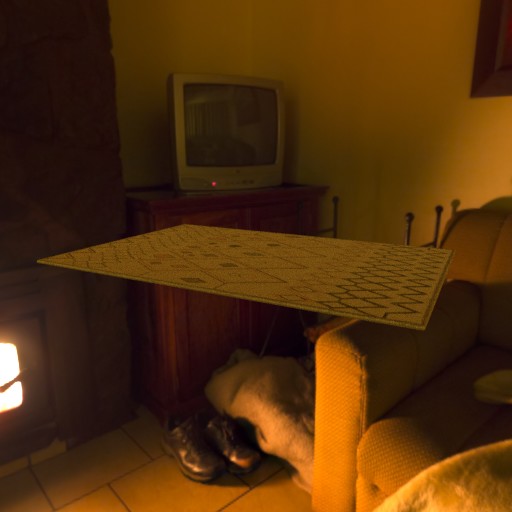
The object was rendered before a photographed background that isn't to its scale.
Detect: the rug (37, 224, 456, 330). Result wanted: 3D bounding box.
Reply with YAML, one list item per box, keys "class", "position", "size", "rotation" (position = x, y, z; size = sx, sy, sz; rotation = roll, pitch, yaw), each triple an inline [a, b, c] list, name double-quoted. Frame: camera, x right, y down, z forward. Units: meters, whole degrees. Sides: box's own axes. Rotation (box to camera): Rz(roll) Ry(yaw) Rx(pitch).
- class: "rug"
  position: [0.000, 0.000, 2.316]
  size: [1.829, 0.016, 1.219]
  rotation: [7, 15, 27]
